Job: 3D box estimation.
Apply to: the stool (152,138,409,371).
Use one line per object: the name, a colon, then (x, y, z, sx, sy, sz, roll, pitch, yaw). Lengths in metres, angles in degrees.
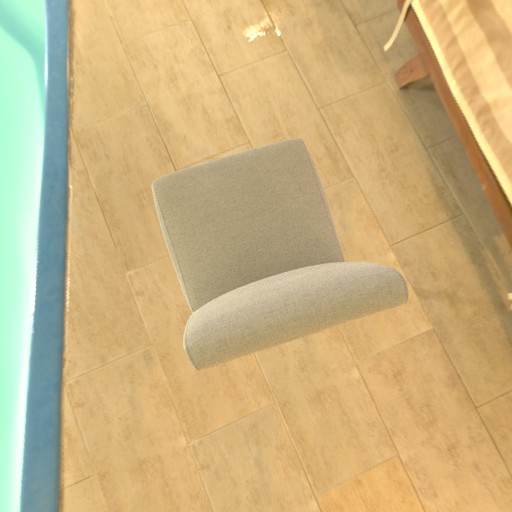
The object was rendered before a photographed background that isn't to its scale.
stool: (0.000, 0.000, 1.421, 0.507, 1.085, 0.606, -17, 77, -4)
